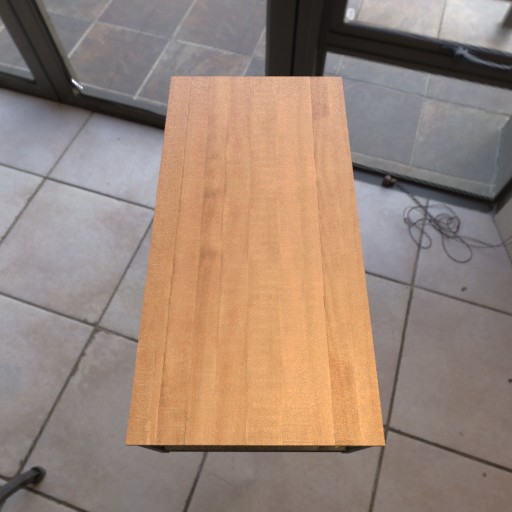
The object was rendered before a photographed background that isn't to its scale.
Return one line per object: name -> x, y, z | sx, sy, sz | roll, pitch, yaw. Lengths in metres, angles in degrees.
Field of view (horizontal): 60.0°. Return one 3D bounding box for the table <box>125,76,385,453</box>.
table -> 0.000, 0.000, 1.364 | 0.551, 0.399, 1.100 | 0, 63, 0
